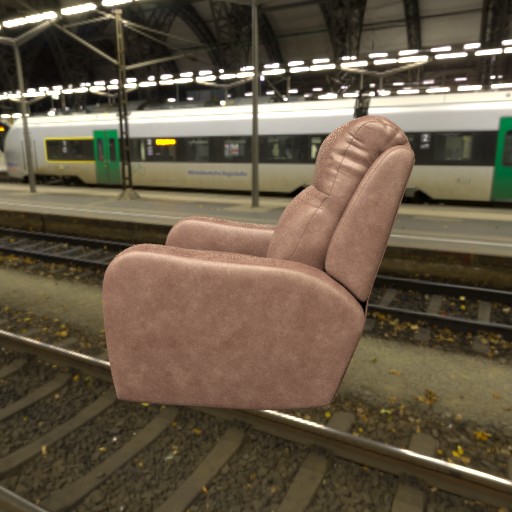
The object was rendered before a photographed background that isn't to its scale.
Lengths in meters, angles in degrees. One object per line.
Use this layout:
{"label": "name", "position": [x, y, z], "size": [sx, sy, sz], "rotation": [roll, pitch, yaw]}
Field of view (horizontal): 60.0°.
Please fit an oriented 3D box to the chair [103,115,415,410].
{"label": "chair", "position": [0.000, 0.000, 1.833], "size": [1.067, 1.067, 0.865], "rotation": [2, 13, 7]}
